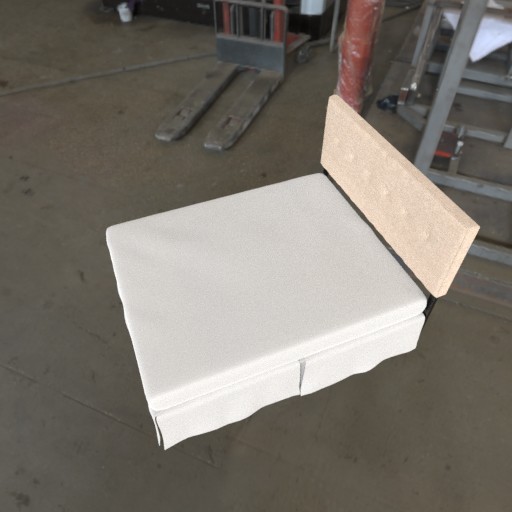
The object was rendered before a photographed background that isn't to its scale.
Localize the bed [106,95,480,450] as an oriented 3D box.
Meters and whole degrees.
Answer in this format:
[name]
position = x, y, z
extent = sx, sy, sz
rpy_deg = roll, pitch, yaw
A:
[bed]
position = 0.000, 0.000, 3.101
extent = 1.978, 1.270, 1.643
rpy_deg = -17, 50, -15
